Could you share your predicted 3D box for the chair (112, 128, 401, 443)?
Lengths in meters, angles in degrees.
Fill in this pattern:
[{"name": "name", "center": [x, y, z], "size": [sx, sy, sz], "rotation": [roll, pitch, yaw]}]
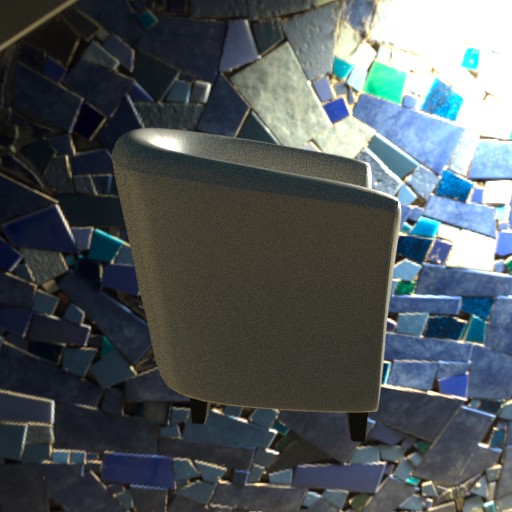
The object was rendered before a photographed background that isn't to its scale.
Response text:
[{"name": "chair", "center": [0.000, 0.000, 1.366], "size": [0.727, 0.756, 0.792], "rotation": [3, 18, 9]}]
